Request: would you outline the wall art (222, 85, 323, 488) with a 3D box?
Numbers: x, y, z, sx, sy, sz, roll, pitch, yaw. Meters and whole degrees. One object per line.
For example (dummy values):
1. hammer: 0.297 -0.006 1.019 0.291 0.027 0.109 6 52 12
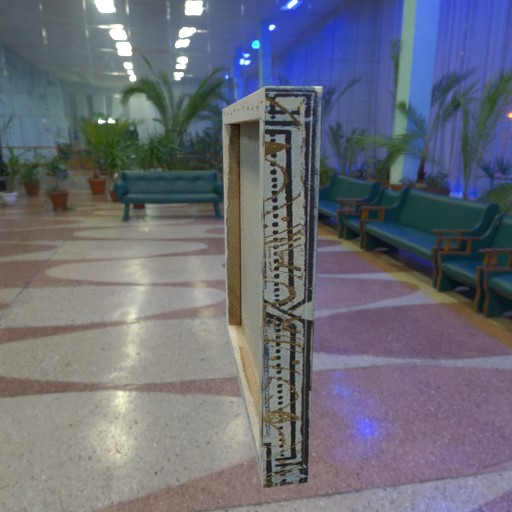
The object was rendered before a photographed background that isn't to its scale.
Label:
1. wall art: 0.000 0.000 0.463 0.038 0.306 0.302 -3 16 -9
